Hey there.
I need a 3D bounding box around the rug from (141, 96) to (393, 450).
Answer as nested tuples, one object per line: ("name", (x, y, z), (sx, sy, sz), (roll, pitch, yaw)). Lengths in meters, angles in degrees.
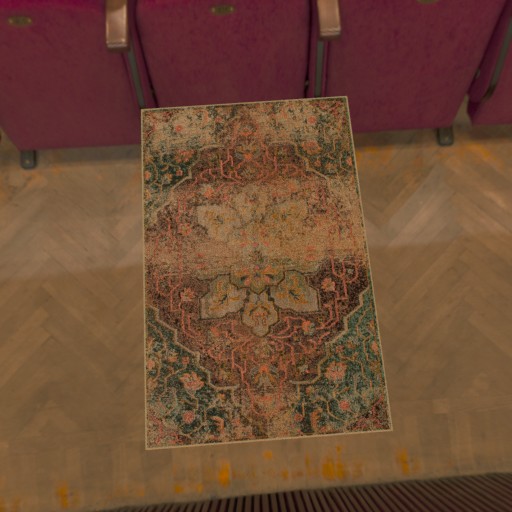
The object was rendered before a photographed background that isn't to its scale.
("rug", (0.000, 0.000, 2.996), (1.566, 0.004, 2.363), (-3, 76, -1))
